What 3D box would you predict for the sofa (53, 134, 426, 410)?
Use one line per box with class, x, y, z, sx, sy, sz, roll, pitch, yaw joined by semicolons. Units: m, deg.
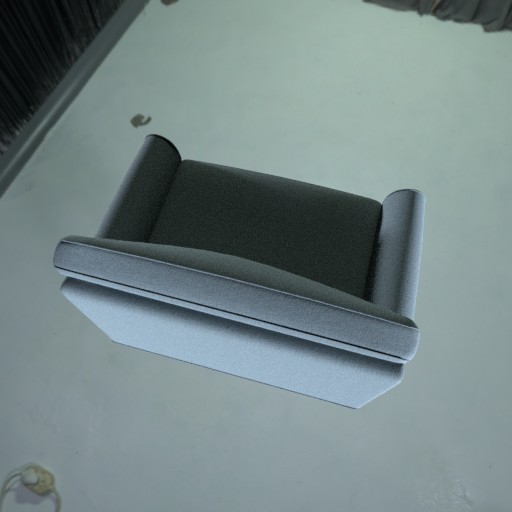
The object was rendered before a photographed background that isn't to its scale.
sofa;0.000;0.000;2.027;1.410;0.953;0.940;14;64;7
